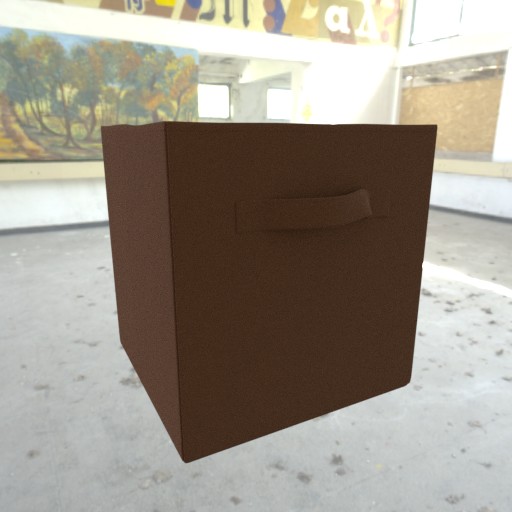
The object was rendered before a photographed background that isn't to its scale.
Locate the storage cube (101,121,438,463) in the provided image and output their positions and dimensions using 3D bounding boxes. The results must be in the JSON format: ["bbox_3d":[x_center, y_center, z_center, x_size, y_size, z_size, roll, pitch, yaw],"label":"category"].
[{"bbox_3d":[0.000,0.000,0.494,0.270,0.280,0.270,-8,17,-27],"label":"storage cube"}]
